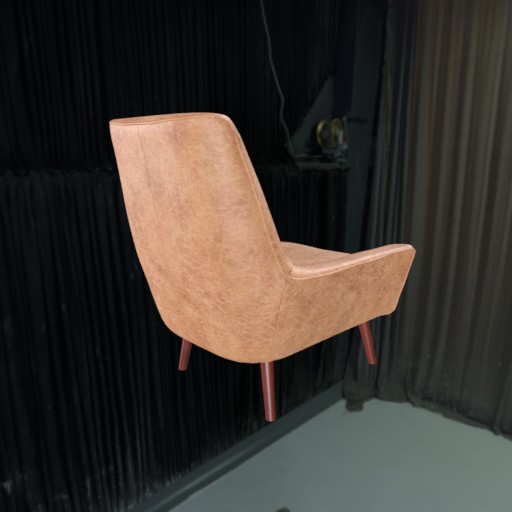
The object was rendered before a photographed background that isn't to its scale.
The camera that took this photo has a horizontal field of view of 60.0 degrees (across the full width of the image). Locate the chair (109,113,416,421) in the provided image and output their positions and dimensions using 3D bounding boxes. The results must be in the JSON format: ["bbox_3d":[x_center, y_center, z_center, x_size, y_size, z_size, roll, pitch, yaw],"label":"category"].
[{"bbox_3d":[0.000,0.000,1.503,0.753,0.883,0.851,13,19,43],"label":"chair"}]
